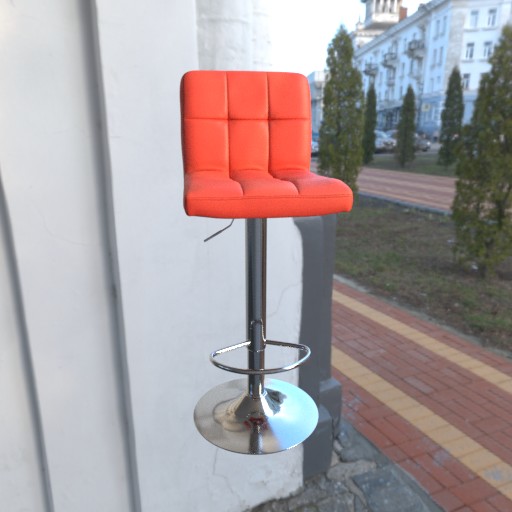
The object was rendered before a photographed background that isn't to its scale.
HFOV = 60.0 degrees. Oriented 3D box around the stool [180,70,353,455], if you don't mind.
[{"bbox_3d":[0.000,0.000,1.366,0.430,1.115,0.505,-2,16,-8],"label":"stool"}]
